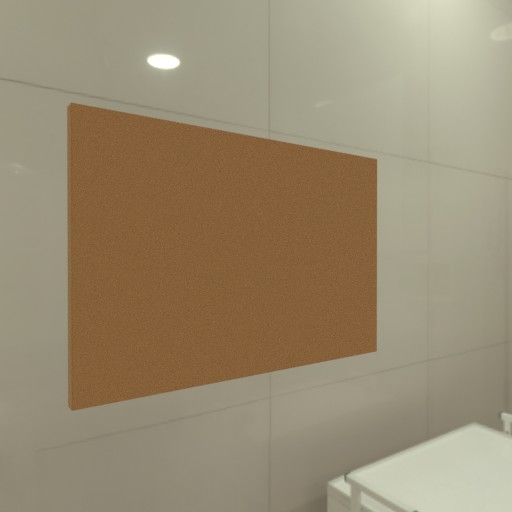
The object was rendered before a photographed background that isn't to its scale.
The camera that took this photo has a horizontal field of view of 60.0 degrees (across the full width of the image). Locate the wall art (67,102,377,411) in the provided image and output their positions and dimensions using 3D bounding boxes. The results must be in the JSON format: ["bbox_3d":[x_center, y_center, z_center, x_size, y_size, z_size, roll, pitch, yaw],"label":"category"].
[{"bbox_3d":[0.000,0.000,1.152,0.915,0.608,0.033,0,1,-35],"label":"wall art"}]
